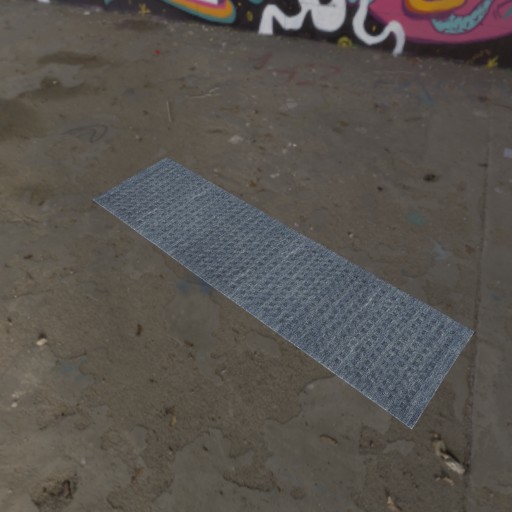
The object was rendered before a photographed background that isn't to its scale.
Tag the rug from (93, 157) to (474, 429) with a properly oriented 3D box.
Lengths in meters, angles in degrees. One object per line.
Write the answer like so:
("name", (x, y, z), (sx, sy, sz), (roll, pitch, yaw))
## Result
("rug", (0.000, 0.000, 2.702), (2.443, 0.008, 0.688), (32, 54, 27))
